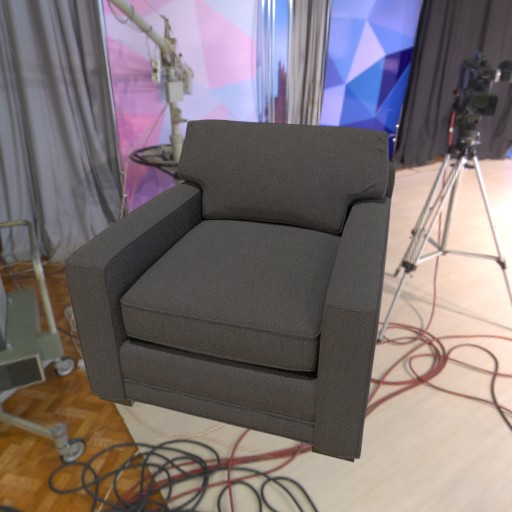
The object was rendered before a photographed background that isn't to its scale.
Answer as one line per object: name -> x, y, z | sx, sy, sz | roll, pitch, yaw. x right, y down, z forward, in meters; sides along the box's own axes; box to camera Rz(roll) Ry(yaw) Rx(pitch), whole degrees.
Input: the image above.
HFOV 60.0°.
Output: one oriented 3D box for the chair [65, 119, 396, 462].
chair -> 0.000, 0.000, 1.781 | 0.997, 0.913, 1.043 | 8, 28, 15
